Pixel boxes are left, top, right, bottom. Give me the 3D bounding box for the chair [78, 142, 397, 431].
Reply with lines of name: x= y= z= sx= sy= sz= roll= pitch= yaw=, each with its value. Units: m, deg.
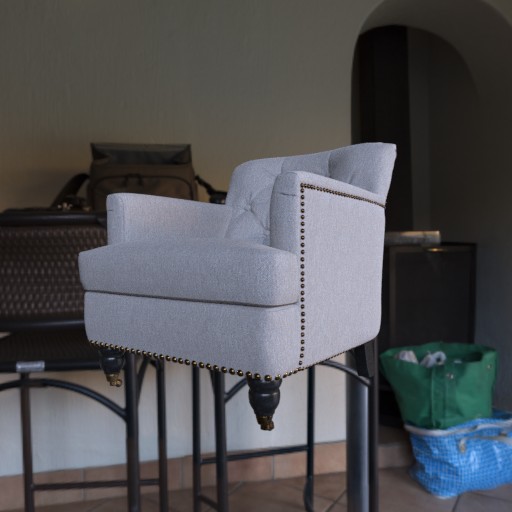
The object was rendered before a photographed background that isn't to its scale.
chair: x=0.000 y=0.000 z=1.492 sx=0.737 sy=0.823 sz=0.902 roll=0 pitch=1 yaw=36
